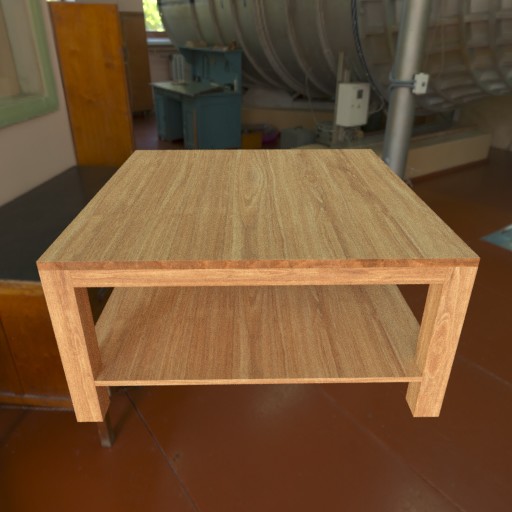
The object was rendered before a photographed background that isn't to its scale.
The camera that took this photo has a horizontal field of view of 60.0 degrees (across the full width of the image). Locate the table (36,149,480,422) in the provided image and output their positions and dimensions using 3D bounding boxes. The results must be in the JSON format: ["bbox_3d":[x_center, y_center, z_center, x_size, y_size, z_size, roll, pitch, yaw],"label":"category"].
[{"bbox_3d":[0.000,0.000,1.400,0.900,0.450,0.900,0,27,-1],"label":"table"}]
